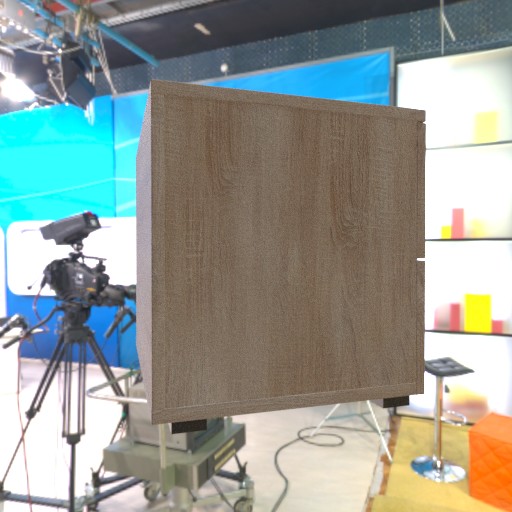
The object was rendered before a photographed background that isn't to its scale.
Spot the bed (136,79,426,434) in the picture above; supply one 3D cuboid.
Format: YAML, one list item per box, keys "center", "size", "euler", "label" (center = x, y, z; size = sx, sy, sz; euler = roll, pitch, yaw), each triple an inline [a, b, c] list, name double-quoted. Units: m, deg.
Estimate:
- center: [0.000, 0.000, 0.798]
  size: [0.401, 0.420, 0.460]
  euler: [0, 1, -17]
  label: "bed"
